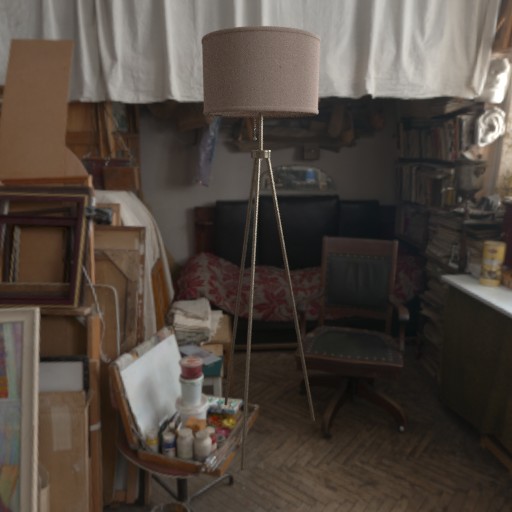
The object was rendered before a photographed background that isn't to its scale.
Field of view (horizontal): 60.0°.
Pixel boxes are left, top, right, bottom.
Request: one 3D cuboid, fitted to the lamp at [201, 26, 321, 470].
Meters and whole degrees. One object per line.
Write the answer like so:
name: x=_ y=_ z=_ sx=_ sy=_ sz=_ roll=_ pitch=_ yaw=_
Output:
lamp: x=0.000 y=0.000 z=1.741 sx=0.449 sy=1.545 sz=0.460 roll=-14 pitch=20 yaw=-43
